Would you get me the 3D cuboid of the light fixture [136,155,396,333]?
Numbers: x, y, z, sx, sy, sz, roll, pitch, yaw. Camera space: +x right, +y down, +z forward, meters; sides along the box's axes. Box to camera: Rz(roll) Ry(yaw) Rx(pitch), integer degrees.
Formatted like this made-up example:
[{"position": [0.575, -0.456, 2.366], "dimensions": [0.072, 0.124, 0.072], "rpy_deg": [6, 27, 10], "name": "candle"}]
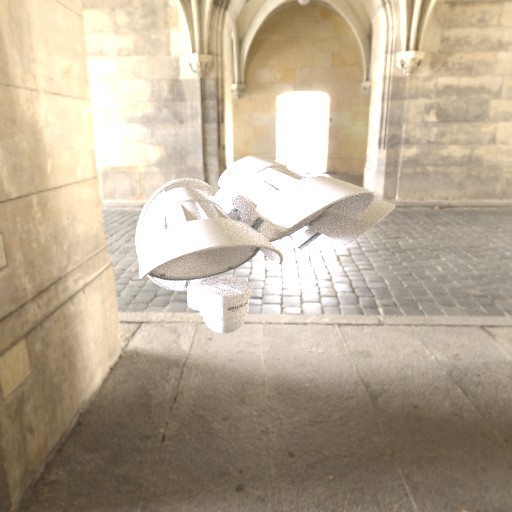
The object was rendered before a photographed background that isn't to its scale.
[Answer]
[{"position": [0.000, 0.000, 0.537], "dimensions": [0.278, 0.237, 0.369], "rpy_deg": [15, 21, 42], "name": "light fixture"}]
